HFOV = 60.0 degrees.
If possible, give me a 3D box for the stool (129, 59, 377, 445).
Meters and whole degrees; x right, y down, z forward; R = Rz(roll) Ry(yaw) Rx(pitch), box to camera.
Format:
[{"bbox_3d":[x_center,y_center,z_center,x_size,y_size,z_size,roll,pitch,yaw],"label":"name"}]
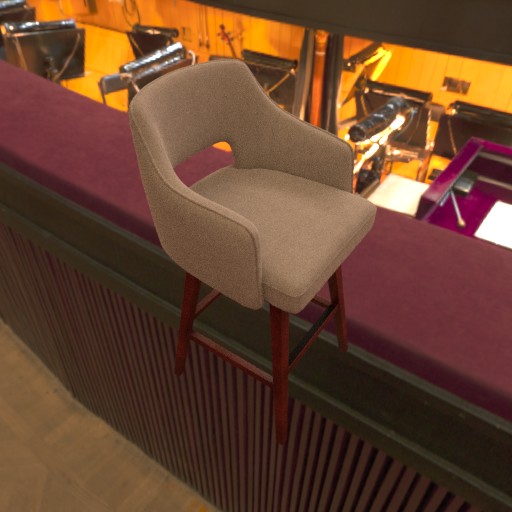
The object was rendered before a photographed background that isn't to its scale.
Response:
[{"bbox_3d":[0.000,0.000,1.368,0.558,1.012,0.548,25,46,26],"label":"stool"}]
